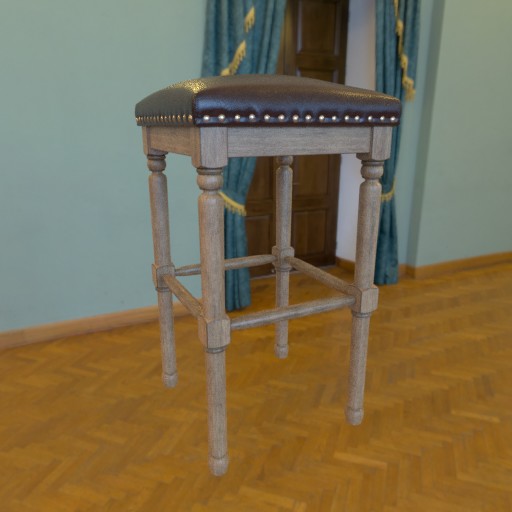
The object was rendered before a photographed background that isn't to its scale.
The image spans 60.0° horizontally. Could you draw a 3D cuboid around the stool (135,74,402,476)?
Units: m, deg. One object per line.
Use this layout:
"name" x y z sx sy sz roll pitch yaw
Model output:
"stool" 0.000 0.000 0.927 0.382 0.702 0.383 -8 18 -25
